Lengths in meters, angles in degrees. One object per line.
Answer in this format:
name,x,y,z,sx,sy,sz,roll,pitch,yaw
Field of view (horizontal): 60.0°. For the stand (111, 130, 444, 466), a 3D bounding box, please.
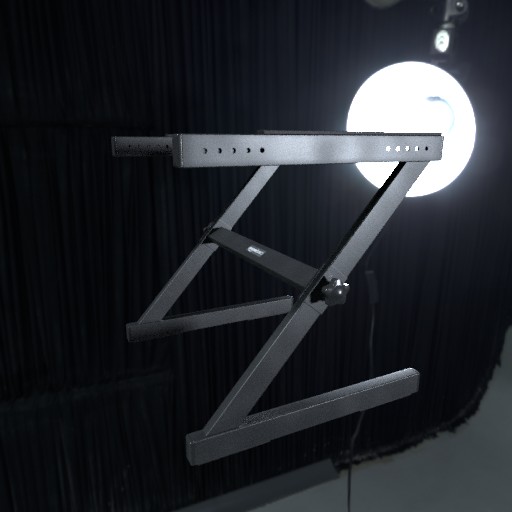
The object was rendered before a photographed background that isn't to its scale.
stand,0.000,0.000,1.156,0.586,0.617,0.700,-7,16,-26
